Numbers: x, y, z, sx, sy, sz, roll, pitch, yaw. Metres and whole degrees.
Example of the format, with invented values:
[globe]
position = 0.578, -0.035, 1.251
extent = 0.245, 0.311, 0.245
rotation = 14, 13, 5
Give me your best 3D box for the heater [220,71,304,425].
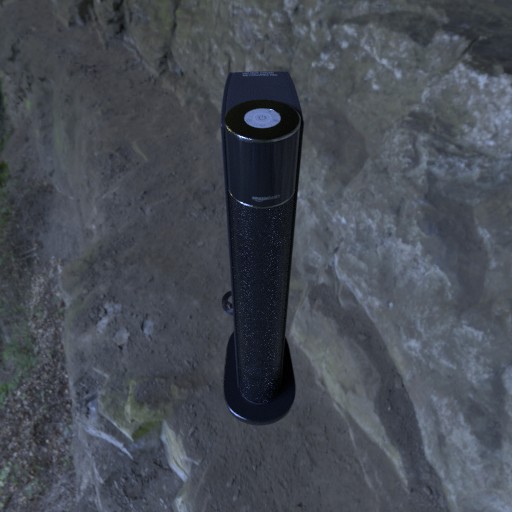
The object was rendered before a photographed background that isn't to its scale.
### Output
[heater]
position = 0.000, 0.000, 1.030
extent = 0.214, 0.856, 0.458
rotation = -1, 47, -1
